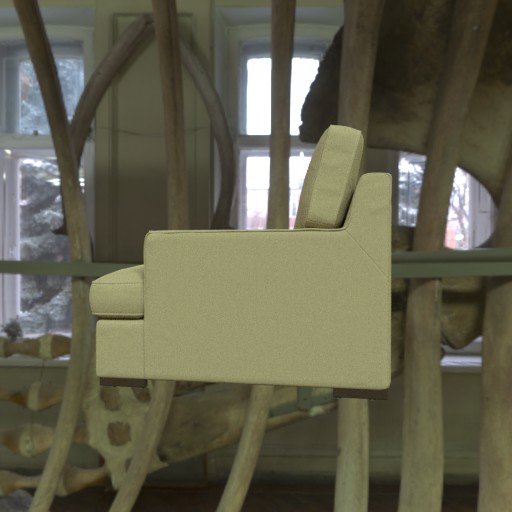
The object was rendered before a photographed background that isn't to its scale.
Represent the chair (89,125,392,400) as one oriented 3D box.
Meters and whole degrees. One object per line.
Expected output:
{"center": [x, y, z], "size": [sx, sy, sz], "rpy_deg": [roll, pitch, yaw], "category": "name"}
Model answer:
{"center": [0.000, 0.000, 2.192], "size": [1.274, 1.005, 1.293], "rpy_deg": [0, 0, 1], "category": "chair"}
